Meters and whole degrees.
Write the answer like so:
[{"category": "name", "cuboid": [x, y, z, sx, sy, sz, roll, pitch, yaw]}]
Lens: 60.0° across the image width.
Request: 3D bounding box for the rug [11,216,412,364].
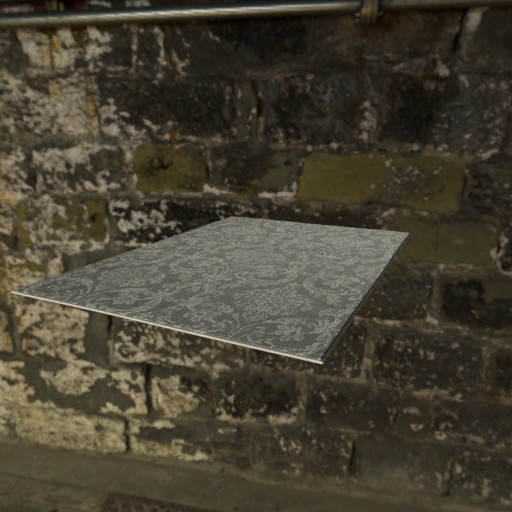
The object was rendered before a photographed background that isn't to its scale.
[{"category": "rug", "cuboid": [0.000, 0.000, 2.775, 1.578, 0.014, 2.206, 7, 17, 25]}]
